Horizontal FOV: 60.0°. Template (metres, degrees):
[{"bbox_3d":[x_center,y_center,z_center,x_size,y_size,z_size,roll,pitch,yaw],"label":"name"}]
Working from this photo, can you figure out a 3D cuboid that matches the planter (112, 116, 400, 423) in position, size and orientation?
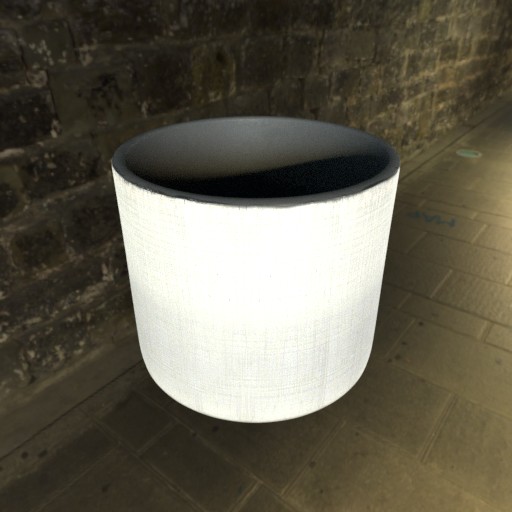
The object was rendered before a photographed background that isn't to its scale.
[{"bbox_3d":[0.000,0.000,0.402,0.226,0.201,0.226,0,30,0],"label":"planter"}]
